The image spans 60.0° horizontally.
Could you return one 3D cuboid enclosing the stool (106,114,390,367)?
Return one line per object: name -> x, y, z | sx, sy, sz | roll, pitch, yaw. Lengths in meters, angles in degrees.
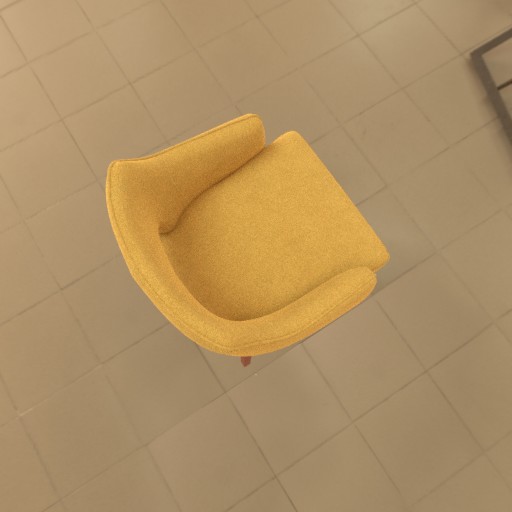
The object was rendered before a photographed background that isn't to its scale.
stool -> 0.000, 0.000, 1.279 | 0.558, 0.924, 0.548 | -32, 77, -8
